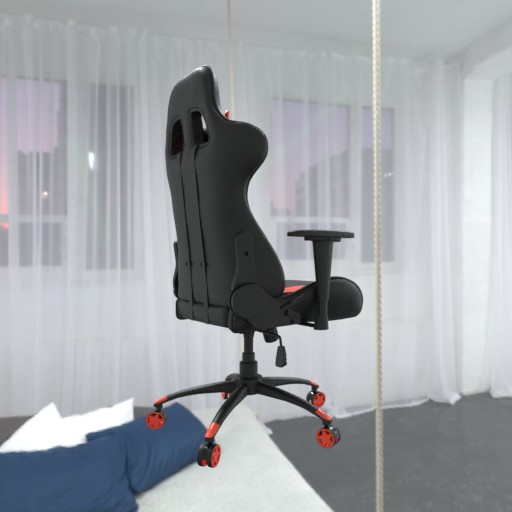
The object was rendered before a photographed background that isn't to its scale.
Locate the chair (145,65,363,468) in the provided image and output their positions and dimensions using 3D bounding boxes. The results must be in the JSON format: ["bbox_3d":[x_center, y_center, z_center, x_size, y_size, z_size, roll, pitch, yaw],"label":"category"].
[{"bbox_3d":[0.000,0.000,1.700,0.730,1.282,0.695,0,0,-37],"label":"chair"}]
